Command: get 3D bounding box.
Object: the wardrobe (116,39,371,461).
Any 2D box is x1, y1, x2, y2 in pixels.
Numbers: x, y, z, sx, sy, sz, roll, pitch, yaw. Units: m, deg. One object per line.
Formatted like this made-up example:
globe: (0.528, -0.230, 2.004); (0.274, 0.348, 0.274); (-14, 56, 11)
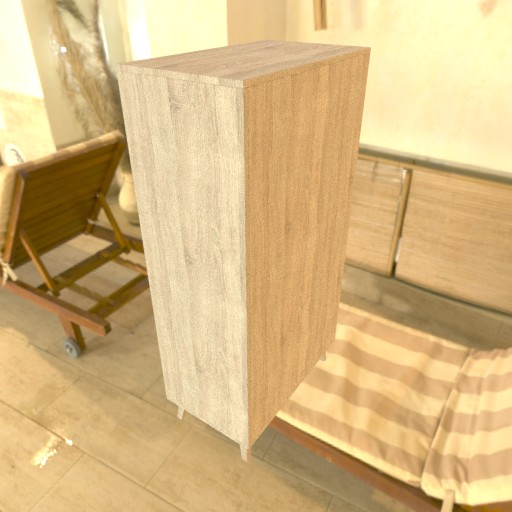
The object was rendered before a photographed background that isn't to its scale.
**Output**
wardrobe: (0.000, 0.000, 2.349); (0.600, 1.960, 1.000); (20, 37, 29)
